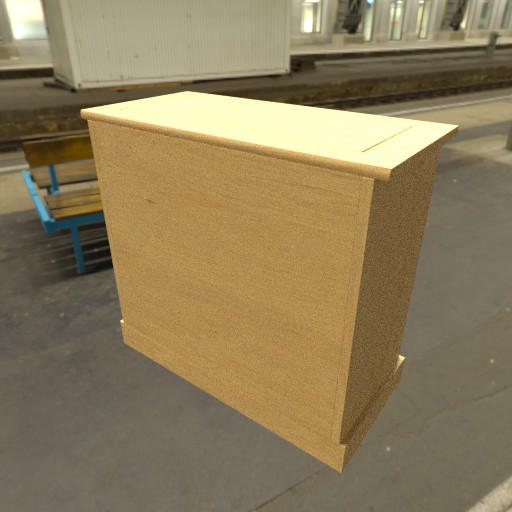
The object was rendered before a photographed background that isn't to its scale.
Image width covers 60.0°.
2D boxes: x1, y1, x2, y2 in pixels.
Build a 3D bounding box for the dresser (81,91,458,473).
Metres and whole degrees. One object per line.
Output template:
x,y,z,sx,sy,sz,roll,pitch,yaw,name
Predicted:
0.000,0.000,1.369,0.915,0.835,0.440,20,34,32,dresser
